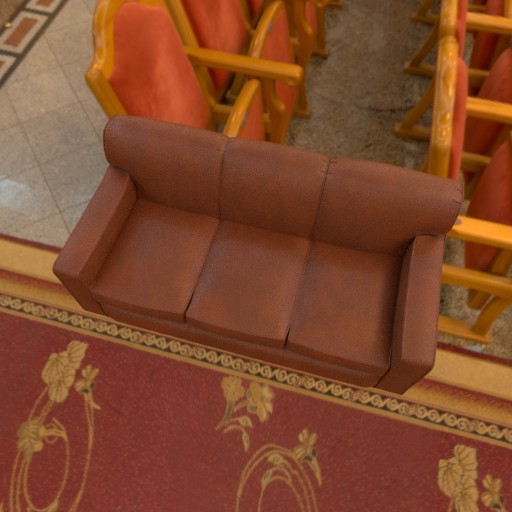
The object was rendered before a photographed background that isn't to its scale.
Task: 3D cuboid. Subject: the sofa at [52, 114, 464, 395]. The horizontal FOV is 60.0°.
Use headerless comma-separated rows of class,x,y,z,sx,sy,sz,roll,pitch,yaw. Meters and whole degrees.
sofa,0.000,0.000,2.581,2.039,0.953,1.008,13,60,8
